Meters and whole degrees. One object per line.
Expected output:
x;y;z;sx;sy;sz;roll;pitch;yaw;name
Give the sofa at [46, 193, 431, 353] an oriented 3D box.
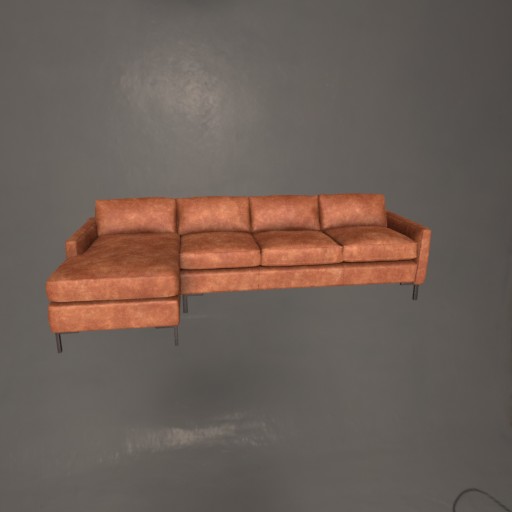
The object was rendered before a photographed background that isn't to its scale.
0.000;0.000;3.744;2.993;0.859;1.471;-2;16;-8;sofa
